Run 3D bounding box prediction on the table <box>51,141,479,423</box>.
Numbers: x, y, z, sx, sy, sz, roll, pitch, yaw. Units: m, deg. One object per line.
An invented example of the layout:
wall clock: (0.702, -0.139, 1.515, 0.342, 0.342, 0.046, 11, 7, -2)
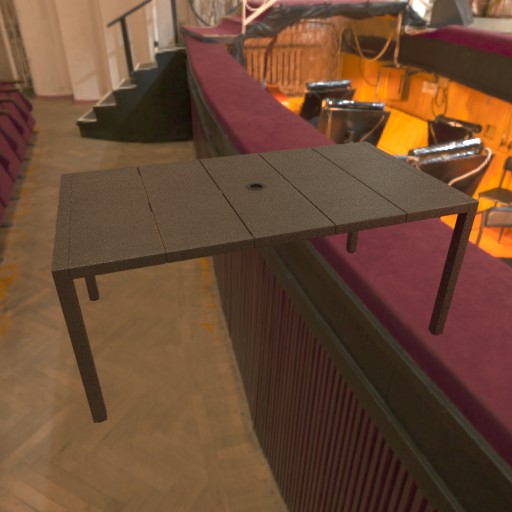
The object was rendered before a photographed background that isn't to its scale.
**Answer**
table: (0.000, 0.000, 2.190, 1.680, 0.735, 0.914, -10, 32, -16)
